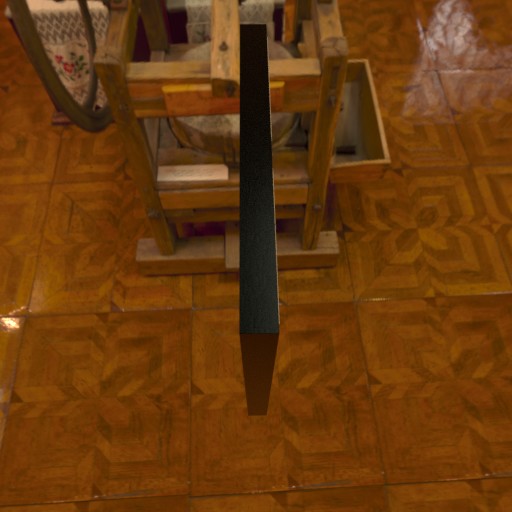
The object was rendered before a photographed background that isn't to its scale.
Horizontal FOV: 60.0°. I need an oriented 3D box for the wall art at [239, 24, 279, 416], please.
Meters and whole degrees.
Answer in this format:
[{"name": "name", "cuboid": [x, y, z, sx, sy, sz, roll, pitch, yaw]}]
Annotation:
[{"name": "wall art", "cuboid": [0.000, 0.000, 0.767, 0.039, 0.553, 0.451, -1, 63, 0]}]
